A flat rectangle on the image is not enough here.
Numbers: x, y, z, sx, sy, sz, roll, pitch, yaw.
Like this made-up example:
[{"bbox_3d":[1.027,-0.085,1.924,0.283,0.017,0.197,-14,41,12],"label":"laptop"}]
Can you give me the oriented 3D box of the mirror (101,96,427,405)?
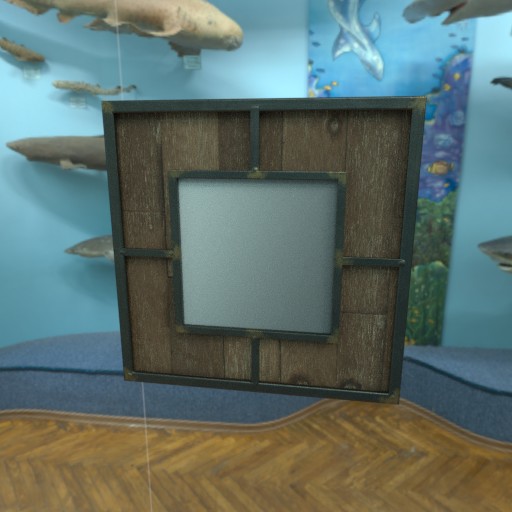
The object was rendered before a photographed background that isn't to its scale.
[{"bbox_3d":[0.000,0.000,0.568,0.382,0.381,0.020,2,15,9],"label":"mirror"}]
